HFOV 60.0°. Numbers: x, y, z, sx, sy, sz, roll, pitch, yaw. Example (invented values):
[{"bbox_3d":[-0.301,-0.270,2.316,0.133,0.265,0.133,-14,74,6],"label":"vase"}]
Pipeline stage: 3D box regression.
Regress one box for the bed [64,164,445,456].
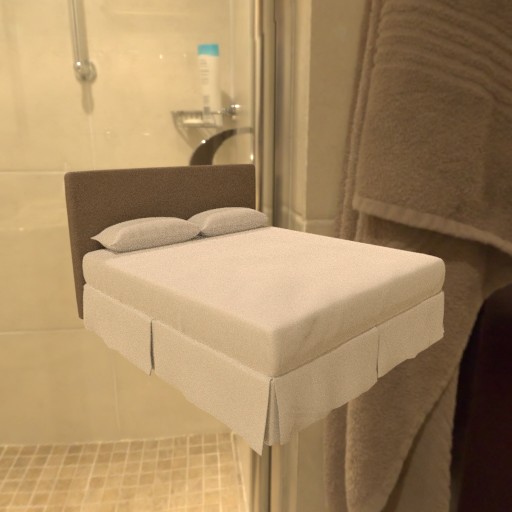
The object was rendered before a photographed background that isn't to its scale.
[{"bbox_3d":[0.000,0.000,3.529,2.119,1.317,2.341,-14,20,-43],"label":"bed"}]
